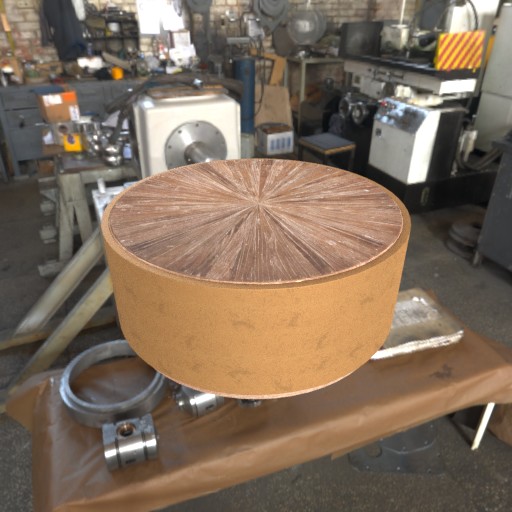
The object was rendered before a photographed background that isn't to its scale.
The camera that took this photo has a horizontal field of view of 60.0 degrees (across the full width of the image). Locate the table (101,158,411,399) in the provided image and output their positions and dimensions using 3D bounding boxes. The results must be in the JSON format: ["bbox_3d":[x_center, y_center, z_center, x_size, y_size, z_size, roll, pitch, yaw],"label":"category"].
[{"bbox_3d":[0.000,0.000,1.594,1.001,0.409,1.001,0,30,0],"label":"table"}]
